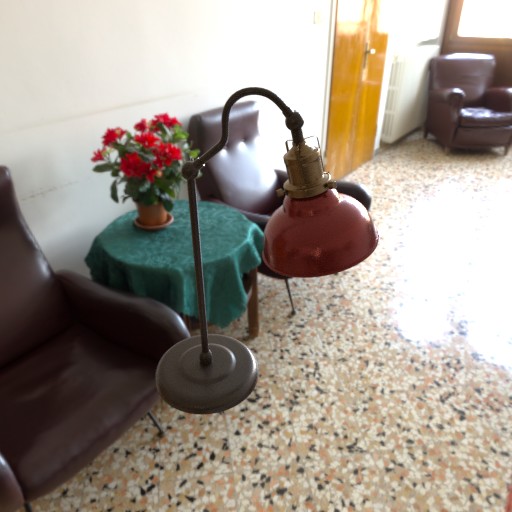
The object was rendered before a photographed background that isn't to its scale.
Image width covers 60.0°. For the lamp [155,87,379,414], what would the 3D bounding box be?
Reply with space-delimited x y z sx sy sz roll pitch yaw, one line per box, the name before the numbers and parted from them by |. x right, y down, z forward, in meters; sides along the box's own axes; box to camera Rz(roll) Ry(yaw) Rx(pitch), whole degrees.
lamp | 0.000 0.000 0.704 0.374 0.508 0.192 0 30 0
